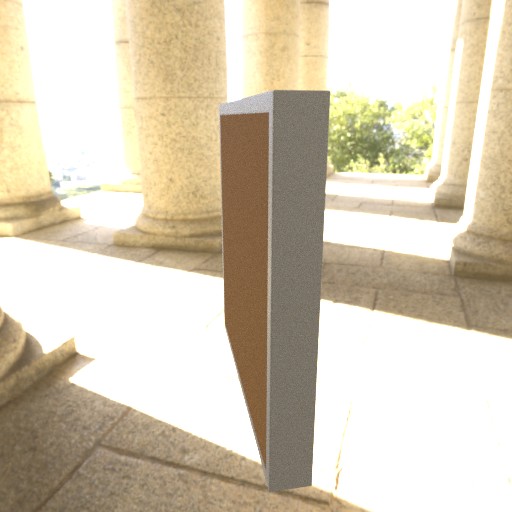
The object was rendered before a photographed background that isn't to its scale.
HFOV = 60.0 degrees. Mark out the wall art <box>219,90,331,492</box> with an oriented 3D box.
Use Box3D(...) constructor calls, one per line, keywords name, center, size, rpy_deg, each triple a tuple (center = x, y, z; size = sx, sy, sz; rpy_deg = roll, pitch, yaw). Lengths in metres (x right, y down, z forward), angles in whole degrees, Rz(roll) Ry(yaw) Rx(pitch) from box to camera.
Box3D(name="wall art", center=(0.000, 0.000, 0.459), size=(0.037, 0.305, 0.305), rpy_deg=(-3, 18, -10))
